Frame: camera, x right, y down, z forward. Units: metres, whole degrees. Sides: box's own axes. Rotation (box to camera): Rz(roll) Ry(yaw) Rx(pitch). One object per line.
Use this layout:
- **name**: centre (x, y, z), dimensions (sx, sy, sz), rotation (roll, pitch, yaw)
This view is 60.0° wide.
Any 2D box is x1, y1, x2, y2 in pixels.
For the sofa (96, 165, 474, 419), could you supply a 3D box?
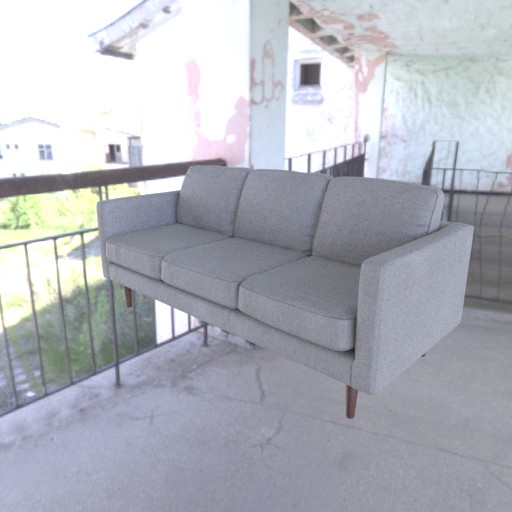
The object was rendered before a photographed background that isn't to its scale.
- **sofa**: centre (0.000, 0.000, 2.507), dimensions (1.983, 0.918, 0.944), rotation (15, 22, 41)
